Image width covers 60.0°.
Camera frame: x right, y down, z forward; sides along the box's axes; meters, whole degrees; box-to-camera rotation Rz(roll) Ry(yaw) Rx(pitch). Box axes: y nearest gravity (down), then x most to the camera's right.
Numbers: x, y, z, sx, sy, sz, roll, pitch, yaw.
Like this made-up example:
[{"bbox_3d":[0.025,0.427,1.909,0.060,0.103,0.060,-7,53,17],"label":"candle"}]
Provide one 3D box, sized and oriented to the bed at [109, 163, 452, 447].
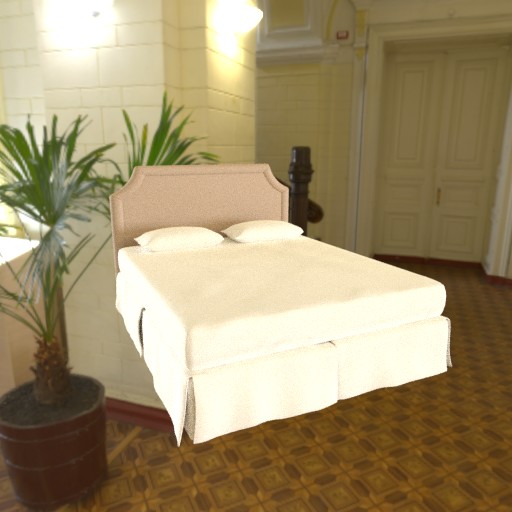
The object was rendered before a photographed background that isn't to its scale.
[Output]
[{"bbox_3d":[0.000,0.000,4.183,2.350,1.590,2.773,-7,15,-25],"label":"bed"}]
